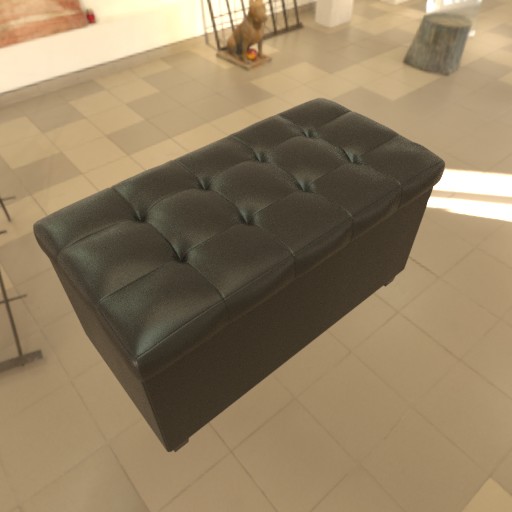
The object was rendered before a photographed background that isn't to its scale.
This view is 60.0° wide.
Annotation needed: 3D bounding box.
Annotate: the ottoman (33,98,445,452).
[{"bbox_3d":[0.000,0.000,1.104,0.838,0.470,0.432,-31,54,-27],"label":"ottoman"}]
